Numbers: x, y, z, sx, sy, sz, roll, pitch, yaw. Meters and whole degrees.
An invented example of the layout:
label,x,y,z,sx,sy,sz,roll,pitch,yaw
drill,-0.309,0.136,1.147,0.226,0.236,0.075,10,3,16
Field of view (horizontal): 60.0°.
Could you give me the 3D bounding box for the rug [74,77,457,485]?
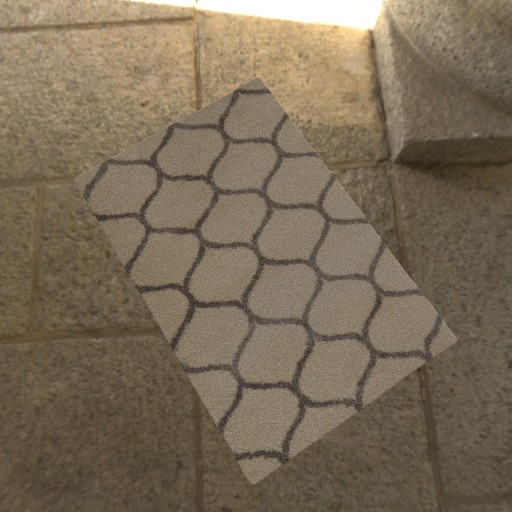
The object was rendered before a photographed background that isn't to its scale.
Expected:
label,x,y,z,sx,sy,sz,roll,pitch,yaw
rug,0.000,0.000,3.433,1.801,0.026,2.701,-32,77,-8
